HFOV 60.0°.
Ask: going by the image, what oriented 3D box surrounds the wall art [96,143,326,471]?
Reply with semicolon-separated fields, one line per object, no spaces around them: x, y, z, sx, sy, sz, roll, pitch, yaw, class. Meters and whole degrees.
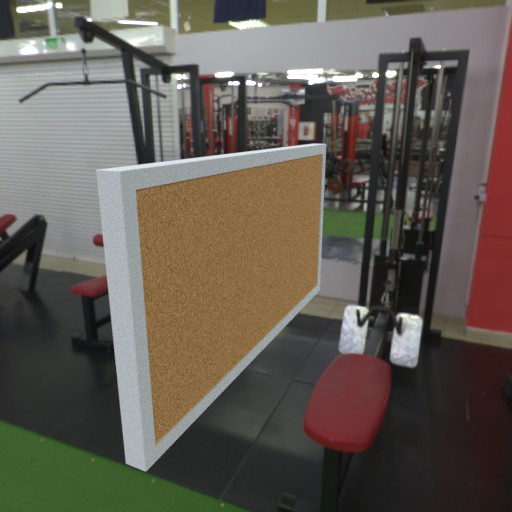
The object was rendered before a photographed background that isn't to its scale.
0.000;0.000;0.940;0.038;0.431;0.812;8;18;25;wall art
